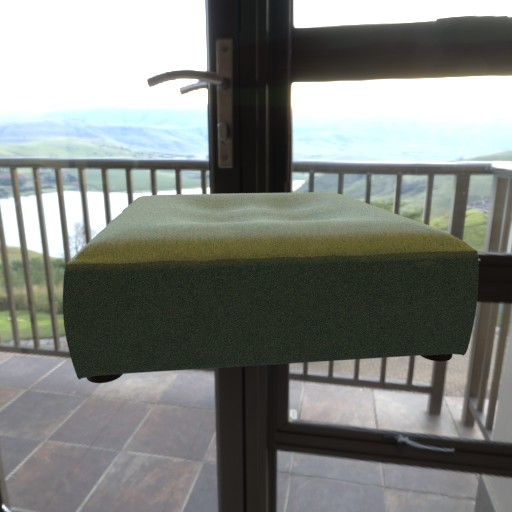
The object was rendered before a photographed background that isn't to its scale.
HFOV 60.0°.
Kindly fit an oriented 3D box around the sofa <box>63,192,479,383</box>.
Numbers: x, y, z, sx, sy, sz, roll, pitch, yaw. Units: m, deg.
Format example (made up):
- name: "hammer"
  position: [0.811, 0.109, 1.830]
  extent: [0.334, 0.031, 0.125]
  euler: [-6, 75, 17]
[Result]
- name: "sofa"
  position: [0.000, 0.000, 1.429]
  extent: [0.930, 0.330, 0.930]
  euler: [-2, 15, -7]
